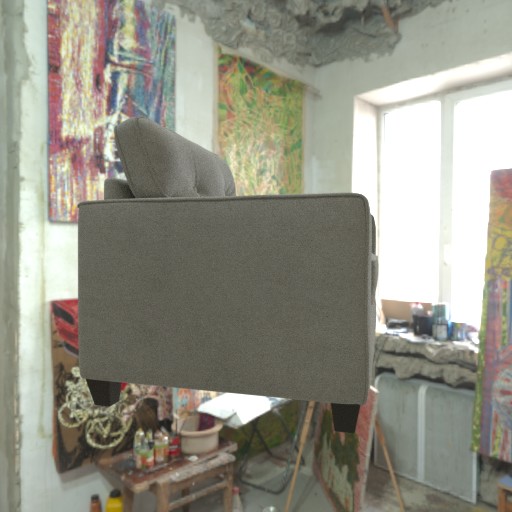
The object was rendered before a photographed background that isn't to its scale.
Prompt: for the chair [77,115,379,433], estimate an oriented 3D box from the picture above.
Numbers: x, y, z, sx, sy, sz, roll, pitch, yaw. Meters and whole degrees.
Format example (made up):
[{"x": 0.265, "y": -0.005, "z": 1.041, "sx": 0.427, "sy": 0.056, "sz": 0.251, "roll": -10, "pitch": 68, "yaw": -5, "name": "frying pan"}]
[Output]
[{"x": 0.000, "y": 0.000, "z": 1.767, "sx": 0.939, "sy": 0.965, "sz": 1.015, "roll": 0, "pitch": 2, "yaw": 16, "name": "chair"}]
